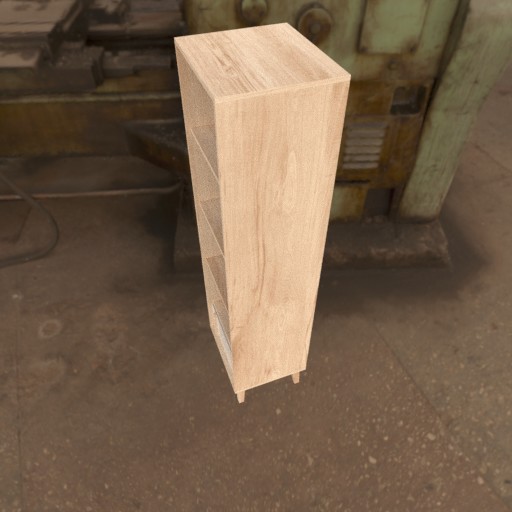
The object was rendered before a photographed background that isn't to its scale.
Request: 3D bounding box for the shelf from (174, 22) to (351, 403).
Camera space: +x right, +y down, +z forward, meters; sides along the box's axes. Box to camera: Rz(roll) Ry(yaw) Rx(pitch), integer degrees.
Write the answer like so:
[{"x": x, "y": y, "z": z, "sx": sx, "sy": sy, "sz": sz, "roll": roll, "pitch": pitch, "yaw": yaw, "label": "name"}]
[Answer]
[{"x": 0.000, "y": 0.000, "z": 2.211, "sx": 0.450, "sy": 1.960, "sz": 0.510, "roll": -15, "pitch": 48, "yaw": -14, "label": "shelf"}]
